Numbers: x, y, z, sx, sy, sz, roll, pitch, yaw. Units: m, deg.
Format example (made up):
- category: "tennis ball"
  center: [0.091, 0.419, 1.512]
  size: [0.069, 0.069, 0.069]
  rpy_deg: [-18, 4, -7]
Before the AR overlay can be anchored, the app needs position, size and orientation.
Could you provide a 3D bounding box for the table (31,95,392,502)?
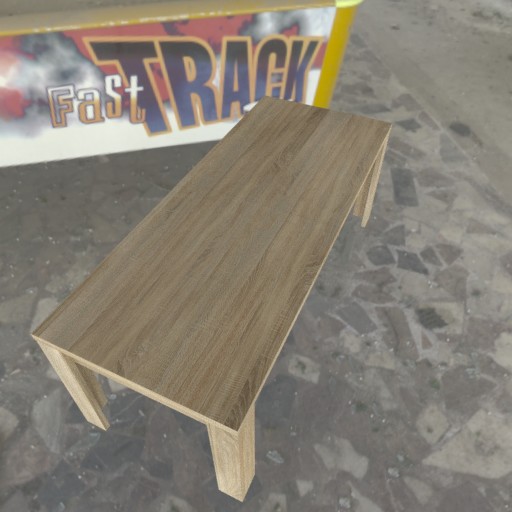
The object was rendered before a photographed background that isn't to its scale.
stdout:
- category: "table"
  center: [0.000, 0.000, 2.565]
  size: [0.900, 0.790, 2.200]
  rpy_deg: [19, 49, 17]
